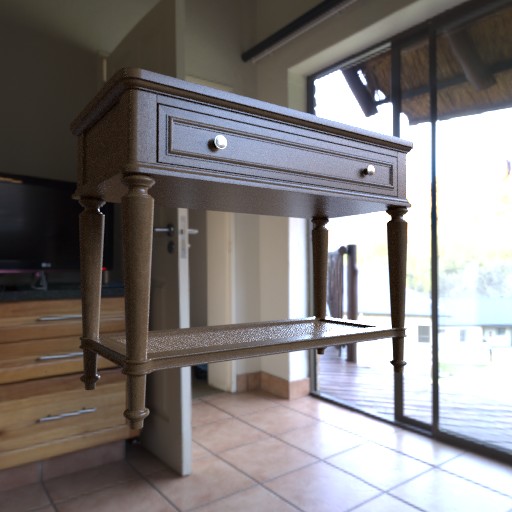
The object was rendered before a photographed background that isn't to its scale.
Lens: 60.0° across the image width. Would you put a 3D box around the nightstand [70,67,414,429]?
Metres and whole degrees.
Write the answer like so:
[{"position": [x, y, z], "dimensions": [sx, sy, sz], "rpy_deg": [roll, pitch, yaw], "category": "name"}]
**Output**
[{"position": [0.000, 0.000, 1.264], "dimensions": [0.914, 0.700, 0.432], "rpy_deg": [1, -2, -35], "category": "nightstand"}]
